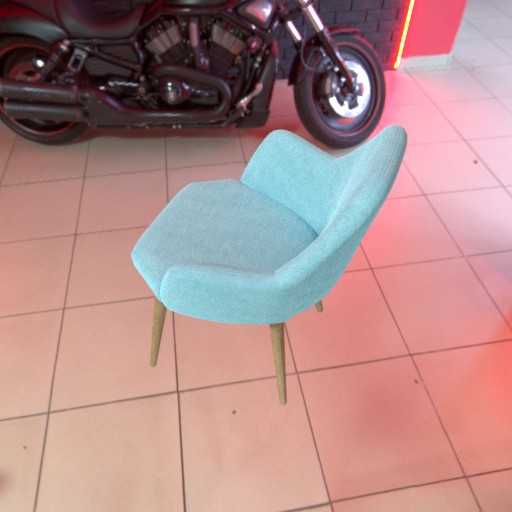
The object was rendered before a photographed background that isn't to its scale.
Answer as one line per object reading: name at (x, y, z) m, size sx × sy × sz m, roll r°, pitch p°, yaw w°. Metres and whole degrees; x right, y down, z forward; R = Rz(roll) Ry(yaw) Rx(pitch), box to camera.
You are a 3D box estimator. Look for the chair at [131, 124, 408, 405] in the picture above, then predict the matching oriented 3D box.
chair at (0.000, 0.000, 1.227) m, size 0.610 × 0.840 × 0.590 m, roll 17°, pitch 50°, yaw 15°
